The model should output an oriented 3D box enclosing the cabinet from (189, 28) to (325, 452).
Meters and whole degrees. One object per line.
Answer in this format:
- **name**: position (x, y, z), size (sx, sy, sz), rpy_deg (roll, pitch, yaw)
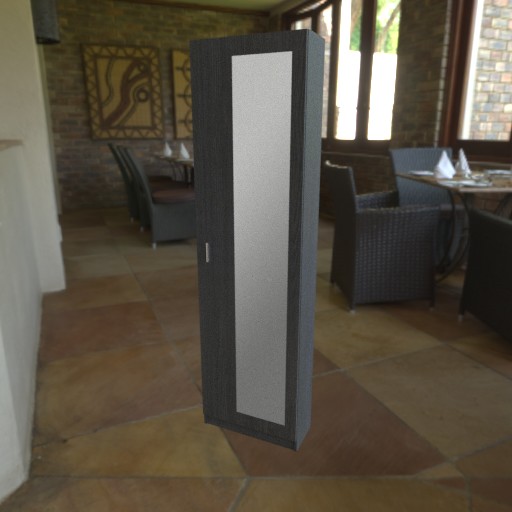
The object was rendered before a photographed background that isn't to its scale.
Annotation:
- **cabinet**: position (0.000, 0.000, 2.004), size (0.500, 1.790, 0.230), rpy_deg (7, 17, 24)
